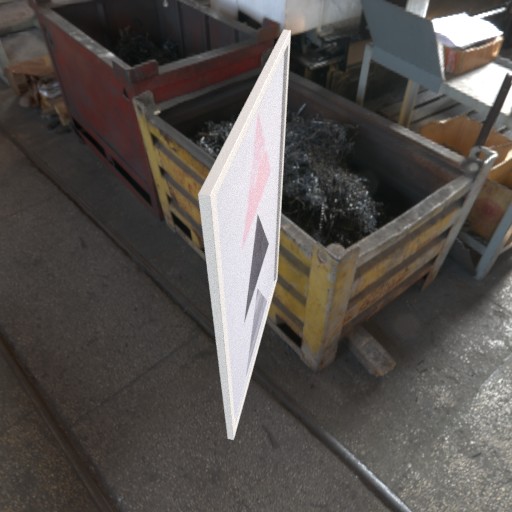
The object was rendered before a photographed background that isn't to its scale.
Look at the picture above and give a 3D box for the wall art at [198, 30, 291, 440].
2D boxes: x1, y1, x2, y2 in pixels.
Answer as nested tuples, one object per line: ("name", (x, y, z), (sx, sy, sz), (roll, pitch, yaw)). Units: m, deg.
("wall art", (0.000, 0.000, 0.845), (0.013, 0.656, 0.456), (10, 48, 9))
